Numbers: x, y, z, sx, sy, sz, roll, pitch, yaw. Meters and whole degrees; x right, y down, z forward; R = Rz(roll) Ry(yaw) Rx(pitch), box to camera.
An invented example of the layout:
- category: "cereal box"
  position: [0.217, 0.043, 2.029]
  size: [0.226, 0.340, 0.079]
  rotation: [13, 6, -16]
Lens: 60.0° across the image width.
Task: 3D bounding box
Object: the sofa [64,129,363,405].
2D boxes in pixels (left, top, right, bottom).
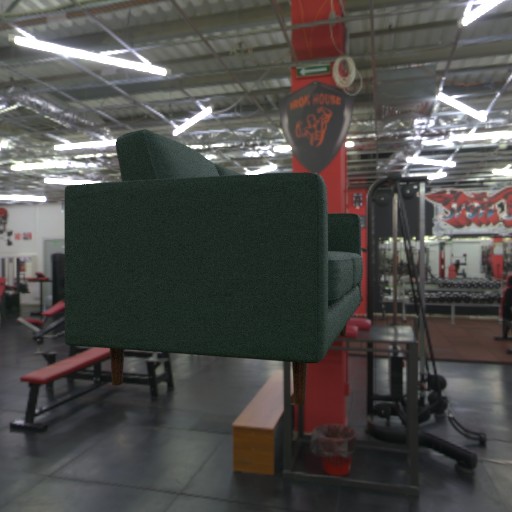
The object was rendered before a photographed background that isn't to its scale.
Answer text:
- category: "sofa"
  position: [0.000, 0.000, 2.009]
  size: [0.879, 0.899, 1.430]
  rotation: [0, 0, 17]
